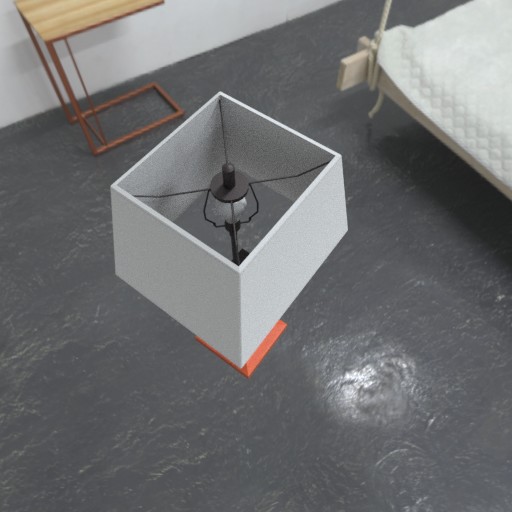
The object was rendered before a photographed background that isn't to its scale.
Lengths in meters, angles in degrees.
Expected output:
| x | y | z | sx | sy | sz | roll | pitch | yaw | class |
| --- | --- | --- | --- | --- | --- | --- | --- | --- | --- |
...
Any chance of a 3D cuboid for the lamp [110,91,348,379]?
| x | y | z | sx | sy | sz | roll | pitch | yaw | class |
| --- | --- | --- | --- | --- | --- | --- | --- | --- | --- |
| 0.000 | 0.000 | 1.011 | 0.310 | 0.737 | 0.498 | 33 | 66 | 17 | lamp |
